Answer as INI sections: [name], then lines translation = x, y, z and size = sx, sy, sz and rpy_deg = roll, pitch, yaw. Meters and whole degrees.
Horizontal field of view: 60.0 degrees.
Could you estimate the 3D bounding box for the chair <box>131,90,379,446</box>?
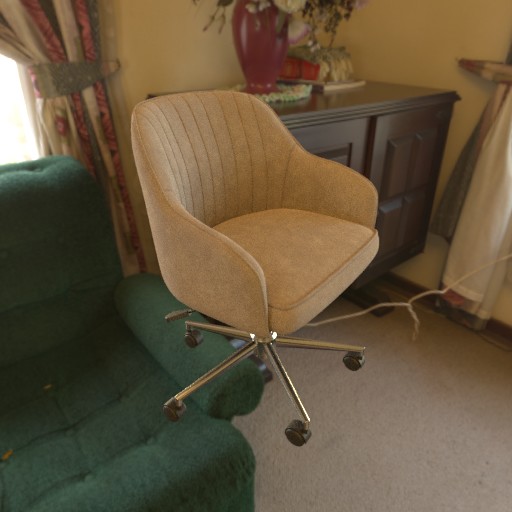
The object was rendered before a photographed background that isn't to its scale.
[chair]
translation = 0.000, 0.000, 1.255
size = 0.573, 0.831, 0.635
rpy_deg = 18, 32, 31
